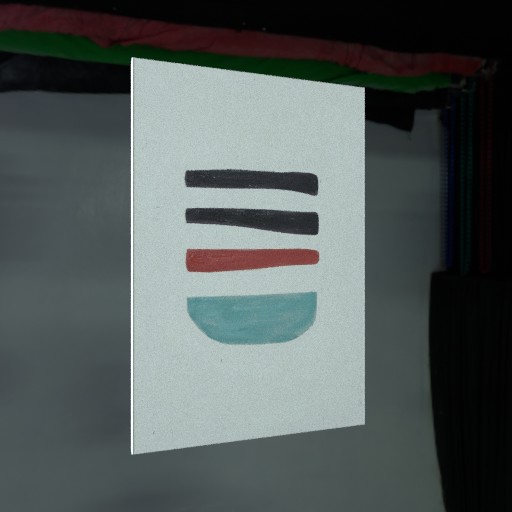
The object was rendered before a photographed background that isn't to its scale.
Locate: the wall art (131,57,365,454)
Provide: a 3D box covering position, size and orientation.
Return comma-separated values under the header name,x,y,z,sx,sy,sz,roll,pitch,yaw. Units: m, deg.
name,x,y,z,sx,sy,sz,roll,pitch,yaw
wall art,0.000,0.000,1.123,0.607,0.912,0.038,0,0,-18
